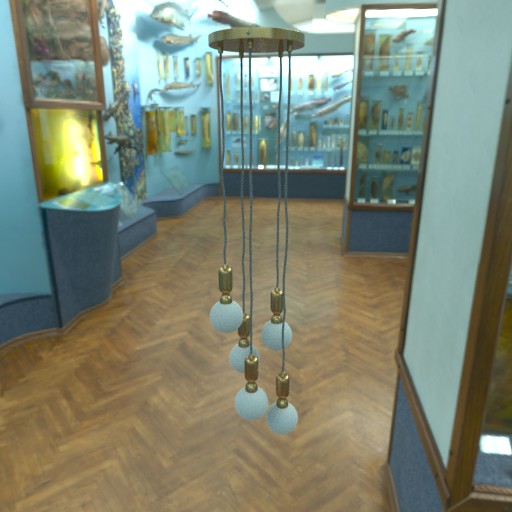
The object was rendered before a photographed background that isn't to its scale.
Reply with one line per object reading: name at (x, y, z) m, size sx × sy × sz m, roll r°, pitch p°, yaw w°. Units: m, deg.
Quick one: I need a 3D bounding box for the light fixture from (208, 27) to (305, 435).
light fixture at (0.000, 0.000, 0.507) m, size 0.108 × 0.457 × 0.105 m, roll 3°, pitch 18°, yaw 9°
